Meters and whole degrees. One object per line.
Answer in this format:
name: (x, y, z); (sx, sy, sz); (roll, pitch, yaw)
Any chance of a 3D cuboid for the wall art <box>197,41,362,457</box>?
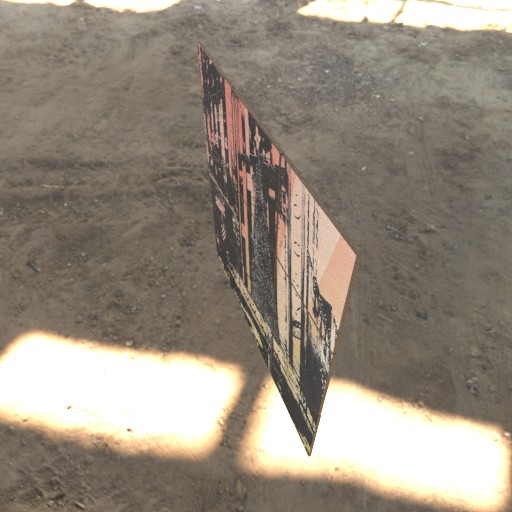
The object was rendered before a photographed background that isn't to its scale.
wall art: (0.000, 0.000, 1.338); (0.010, 0.917, 0.919); (-16, 49, -14)
